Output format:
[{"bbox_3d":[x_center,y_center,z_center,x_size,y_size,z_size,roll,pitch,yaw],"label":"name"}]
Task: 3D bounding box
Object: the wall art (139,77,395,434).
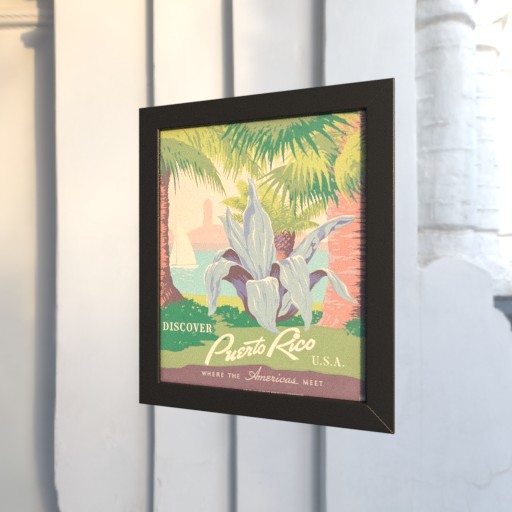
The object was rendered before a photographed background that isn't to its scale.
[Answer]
[{"bbox_3d":[0.000,0.000,0.805,0.481,0.582,0.018,0,0,18],"label":"wall art"}]
